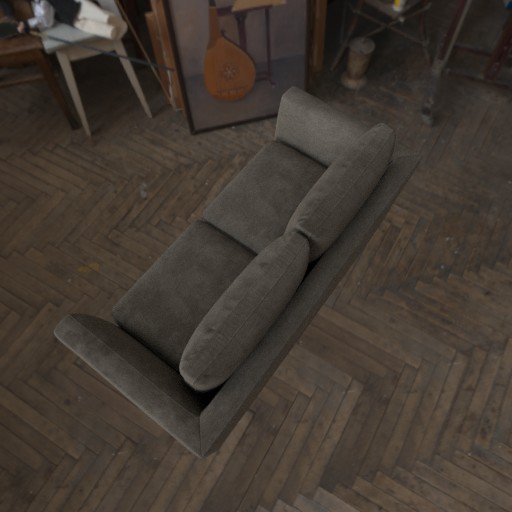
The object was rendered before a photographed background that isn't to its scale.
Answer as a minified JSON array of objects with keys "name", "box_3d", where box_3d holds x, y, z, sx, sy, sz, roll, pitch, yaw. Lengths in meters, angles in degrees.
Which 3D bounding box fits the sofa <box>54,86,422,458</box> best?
[{"name":"sofa","box_3d":[0.000,0.000,2.326,0.855,1.013,1.832,34,68,15]}]
